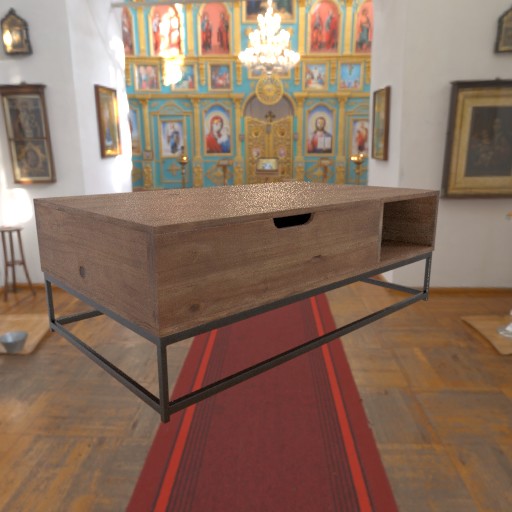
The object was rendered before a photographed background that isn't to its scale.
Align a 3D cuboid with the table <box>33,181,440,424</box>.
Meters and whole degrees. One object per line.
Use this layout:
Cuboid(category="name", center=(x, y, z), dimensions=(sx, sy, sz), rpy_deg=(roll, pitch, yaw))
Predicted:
Cuboid(category="table", center=(0.000, 0.000, 1.418), dimensions=(1.101, 0.395, 0.655), rpy_deg=(-12, 18, -42))
